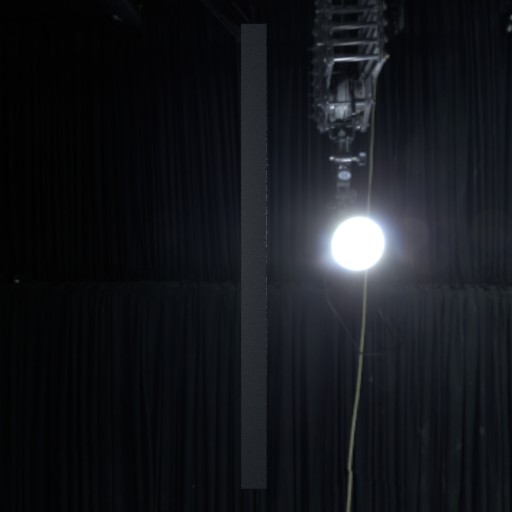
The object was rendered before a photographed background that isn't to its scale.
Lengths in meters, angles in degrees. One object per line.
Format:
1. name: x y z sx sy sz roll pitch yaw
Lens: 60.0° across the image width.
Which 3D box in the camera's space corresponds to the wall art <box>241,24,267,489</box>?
1. wall art: 0.000 0.000 0.763 0.031 0.558 0.461 0 0 1
